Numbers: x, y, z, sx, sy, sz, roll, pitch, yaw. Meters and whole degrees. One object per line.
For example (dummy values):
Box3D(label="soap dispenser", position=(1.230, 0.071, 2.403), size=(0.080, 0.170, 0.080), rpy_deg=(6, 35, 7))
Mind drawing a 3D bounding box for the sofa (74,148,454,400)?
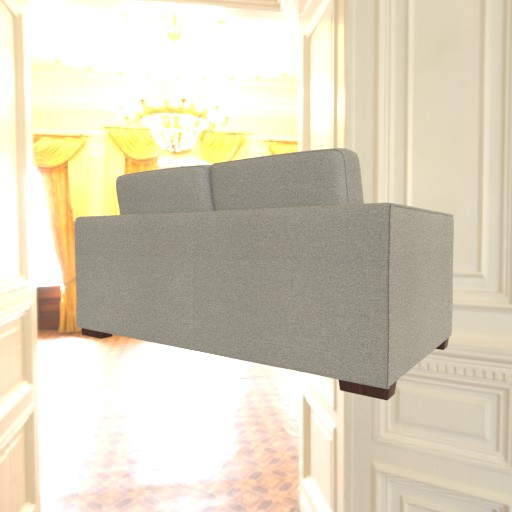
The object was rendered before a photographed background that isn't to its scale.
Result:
Box3D(label="sofa", position=(0.000, 0.000, 2.403), size=(1.812, 0.924, 1.007), rpy_deg=(2, 3, 35))
